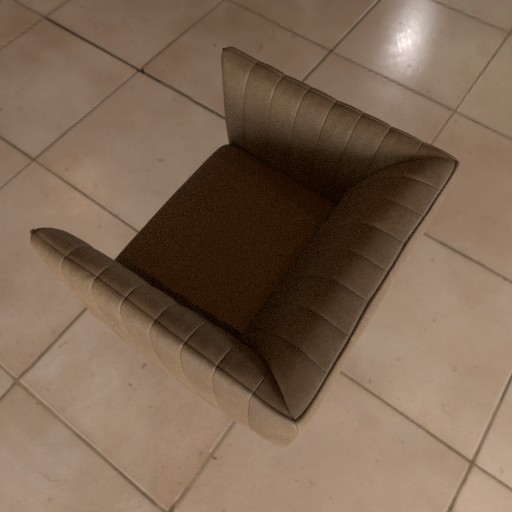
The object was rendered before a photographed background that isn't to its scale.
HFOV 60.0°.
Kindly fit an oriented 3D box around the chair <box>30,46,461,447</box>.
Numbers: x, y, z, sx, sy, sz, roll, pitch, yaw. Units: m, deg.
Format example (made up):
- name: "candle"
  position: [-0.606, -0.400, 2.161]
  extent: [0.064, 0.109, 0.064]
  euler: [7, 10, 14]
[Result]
- name: "chair"
  position: [0.000, 0.000, 1.565]
  extent: [0.876, 0.779, 0.981]
  euler: [32, 68, 15]
